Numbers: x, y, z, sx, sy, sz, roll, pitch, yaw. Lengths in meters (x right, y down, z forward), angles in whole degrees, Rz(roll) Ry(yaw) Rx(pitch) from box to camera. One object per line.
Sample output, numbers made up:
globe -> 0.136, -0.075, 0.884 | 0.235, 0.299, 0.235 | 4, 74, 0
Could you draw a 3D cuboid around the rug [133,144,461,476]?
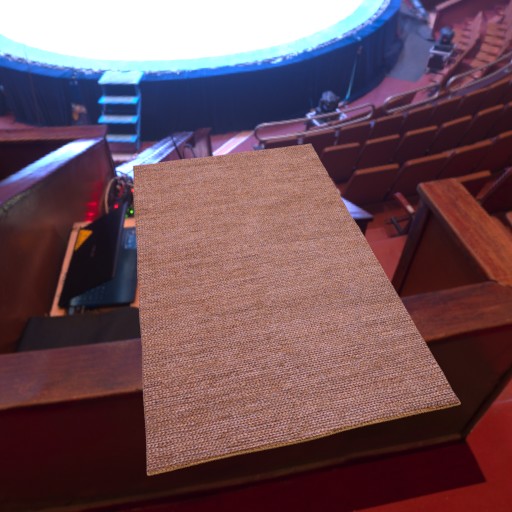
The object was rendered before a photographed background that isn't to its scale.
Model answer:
rug -> 0.000, 0.000, 2.890 | 1.521, 0.034, 2.438 | -9, 46, -9
